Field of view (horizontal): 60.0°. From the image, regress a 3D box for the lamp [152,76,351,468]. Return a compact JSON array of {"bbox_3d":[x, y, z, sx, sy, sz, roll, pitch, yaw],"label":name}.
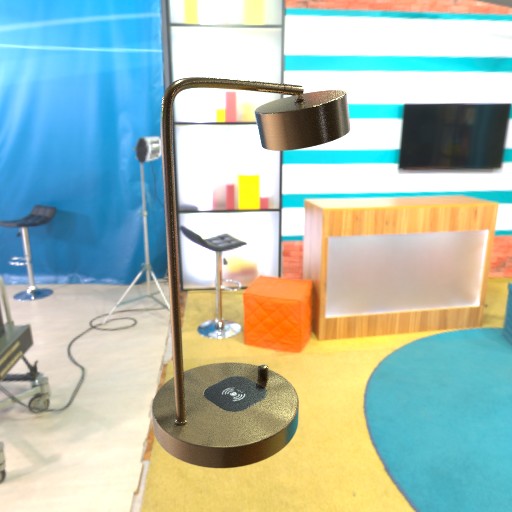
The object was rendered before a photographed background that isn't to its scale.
[{"bbox_3d":[0.000,0.000,0.512,0.270,0.380,0.171,-15,21,-43],"label":"lamp"}]
